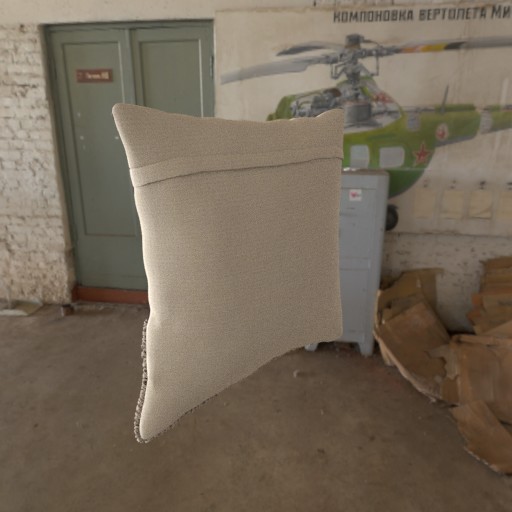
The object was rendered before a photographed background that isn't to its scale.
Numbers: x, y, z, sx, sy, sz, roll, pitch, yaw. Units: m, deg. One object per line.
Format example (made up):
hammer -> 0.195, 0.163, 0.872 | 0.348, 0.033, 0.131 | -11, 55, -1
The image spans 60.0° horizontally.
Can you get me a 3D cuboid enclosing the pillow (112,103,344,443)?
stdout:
pillow -> 0.000, 0.000, 0.729 | 0.475, 0.473, 0.178 | -16, 23, -42
